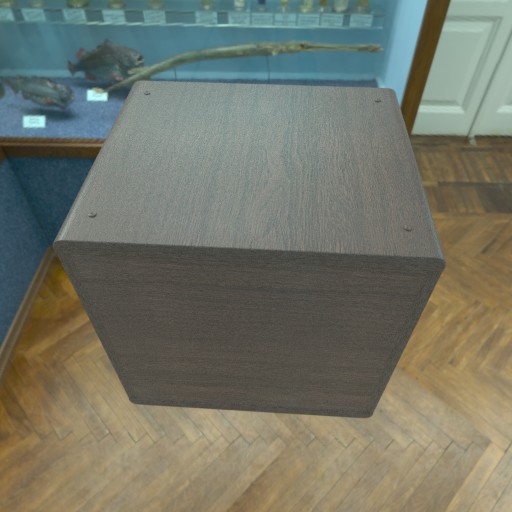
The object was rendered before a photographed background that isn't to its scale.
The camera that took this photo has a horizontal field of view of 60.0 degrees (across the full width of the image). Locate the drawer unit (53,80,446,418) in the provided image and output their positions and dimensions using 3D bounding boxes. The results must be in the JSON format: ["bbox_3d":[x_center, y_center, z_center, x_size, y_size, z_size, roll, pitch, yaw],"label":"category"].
[{"bbox_3d":[0.000,0.000,0.602,0.344,0.344,0.290,3,48,2],"label":"drawer unit"}]
